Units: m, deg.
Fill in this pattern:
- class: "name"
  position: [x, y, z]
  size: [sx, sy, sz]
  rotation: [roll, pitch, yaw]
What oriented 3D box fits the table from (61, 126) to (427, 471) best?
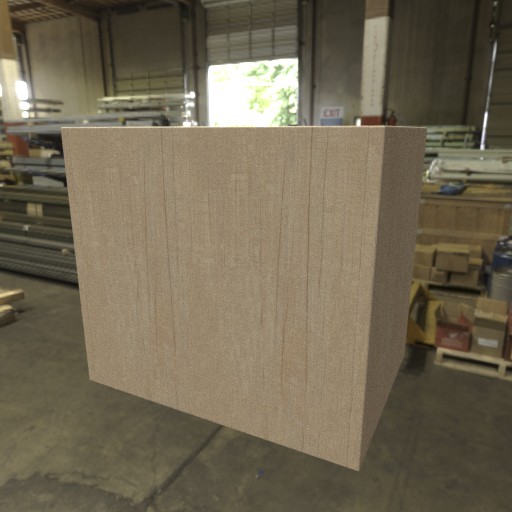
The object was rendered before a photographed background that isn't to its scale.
- class: "table"
  position: [0.000, 0.000, 0.915]
  size: [0.570, 0.510, 0.420]
  rotation: [8, 18, 26]
